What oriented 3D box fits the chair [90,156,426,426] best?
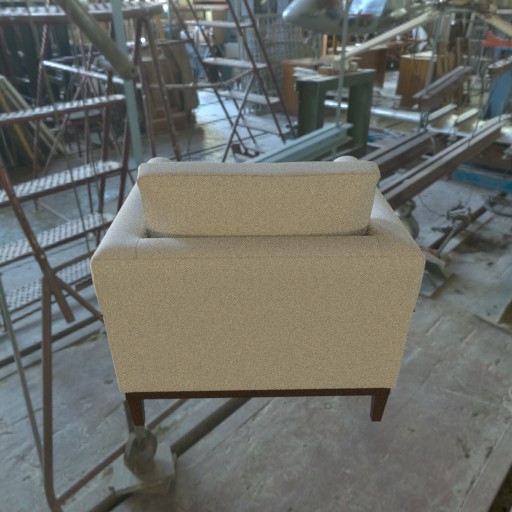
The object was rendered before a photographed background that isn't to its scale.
[{"bbox_3d":[0.000,0.000,1.742,0.982,0.915,0.896,-1,30,-1],"label":"chair"}]
